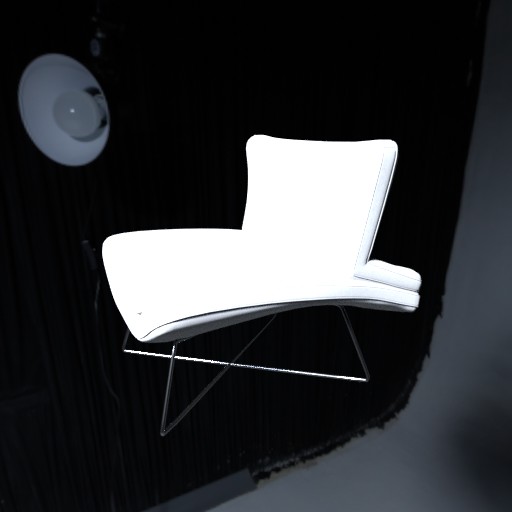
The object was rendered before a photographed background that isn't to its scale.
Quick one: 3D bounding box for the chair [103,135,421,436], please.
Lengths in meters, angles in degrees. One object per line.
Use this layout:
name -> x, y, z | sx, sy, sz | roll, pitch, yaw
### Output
chair -> 0.000, 0.000, 1.658 | 1.008, 0.855, 0.859 | -8, 18, -26
